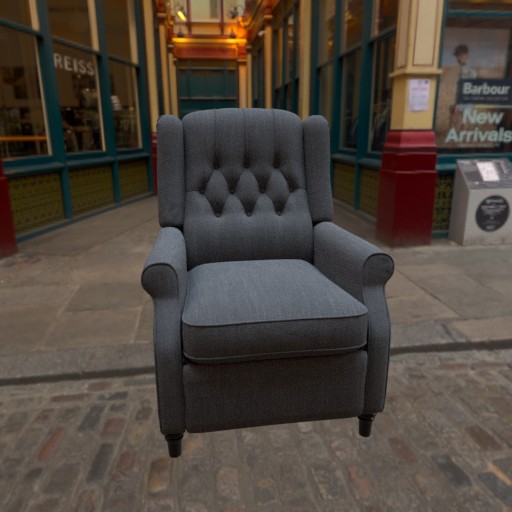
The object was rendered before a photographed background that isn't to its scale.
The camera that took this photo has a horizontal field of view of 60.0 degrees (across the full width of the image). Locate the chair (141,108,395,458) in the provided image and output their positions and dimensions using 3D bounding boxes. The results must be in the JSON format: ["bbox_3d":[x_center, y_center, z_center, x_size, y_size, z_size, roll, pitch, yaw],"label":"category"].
[{"bbox_3d":[0.000,0.000,1.589,0.742,1.035,0.898,-3,17,-9],"label":"chair"}]
